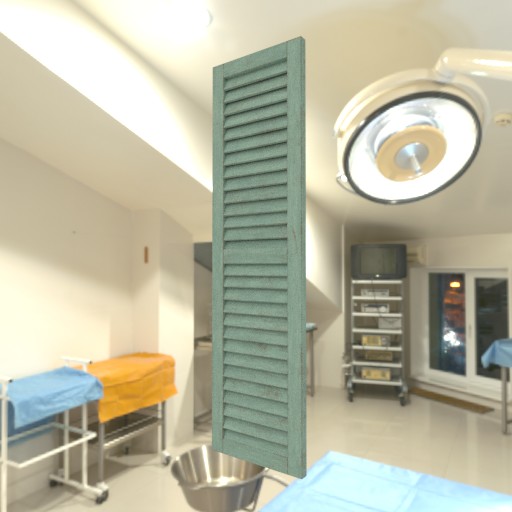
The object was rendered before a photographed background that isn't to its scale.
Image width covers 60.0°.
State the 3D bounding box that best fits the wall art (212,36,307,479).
[{"bbox_3d":[0.000,0.000,1.325,0.329,1.219,0.025,-1,-2,36],"label":"wall art"}]
